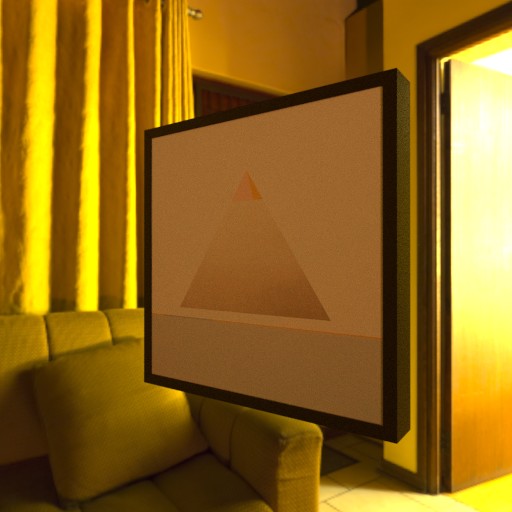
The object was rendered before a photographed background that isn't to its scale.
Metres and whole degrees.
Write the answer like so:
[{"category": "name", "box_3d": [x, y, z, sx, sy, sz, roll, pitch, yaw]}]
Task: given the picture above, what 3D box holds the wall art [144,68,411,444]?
[{"category": "wall art", "box_3d": [0.000, 0.000, 0.459, 0.304, 0.303, 0.037, 0, 0, 35]}]
